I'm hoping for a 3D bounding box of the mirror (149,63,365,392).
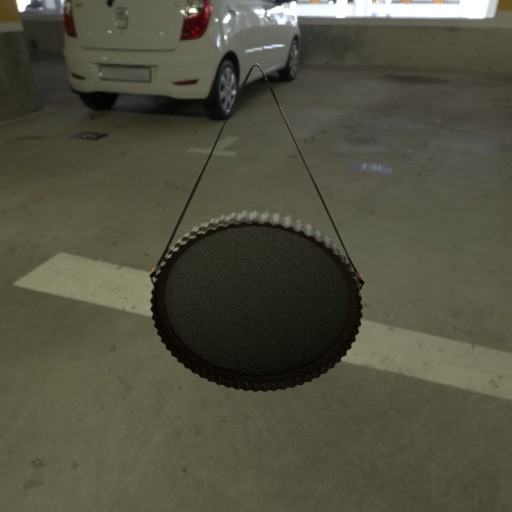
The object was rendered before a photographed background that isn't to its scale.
[{"bbox_3d":[0.000,0.000,0.707,0.355,0.568,0.042,1,30,2],"label":"mirror"}]
